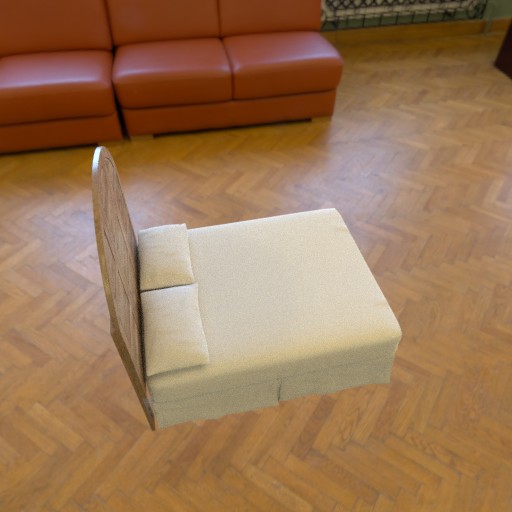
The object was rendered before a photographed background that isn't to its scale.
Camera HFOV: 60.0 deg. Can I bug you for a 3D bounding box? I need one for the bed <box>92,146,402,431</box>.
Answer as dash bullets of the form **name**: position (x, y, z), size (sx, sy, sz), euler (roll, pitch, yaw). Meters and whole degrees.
- **bed**: position (0.000, 0.000, 3.591), size (2.112, 2.002, 1.713), euler (-9, 48, -9)
